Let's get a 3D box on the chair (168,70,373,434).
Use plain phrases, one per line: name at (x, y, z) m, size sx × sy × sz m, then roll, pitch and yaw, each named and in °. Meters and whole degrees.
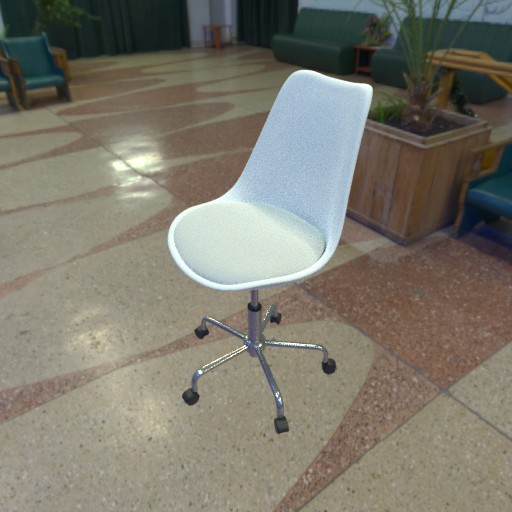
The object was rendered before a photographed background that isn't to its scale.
chair at (0.000, 0.000, 1.291) m, size 0.550 × 0.930 × 0.550 m, roll -20°, pitch 38°, yaw -28°
